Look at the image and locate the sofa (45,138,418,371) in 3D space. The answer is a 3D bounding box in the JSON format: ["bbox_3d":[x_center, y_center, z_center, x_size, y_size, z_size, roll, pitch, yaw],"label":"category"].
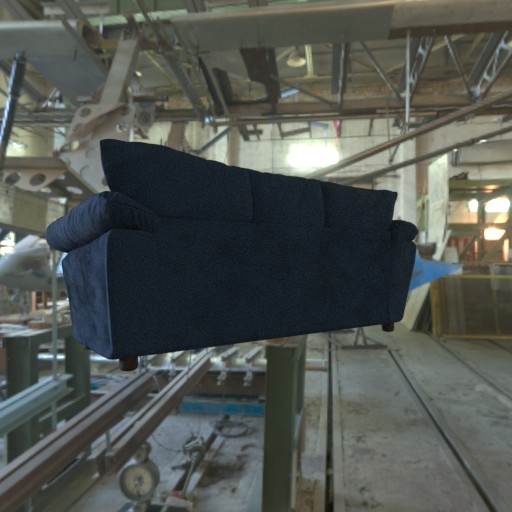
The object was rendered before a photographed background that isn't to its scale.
[{"bbox_3d":[0.000,0.000,2.869,2.390,1.091,0.907,0,-1,-36],"label":"sofa"}]
